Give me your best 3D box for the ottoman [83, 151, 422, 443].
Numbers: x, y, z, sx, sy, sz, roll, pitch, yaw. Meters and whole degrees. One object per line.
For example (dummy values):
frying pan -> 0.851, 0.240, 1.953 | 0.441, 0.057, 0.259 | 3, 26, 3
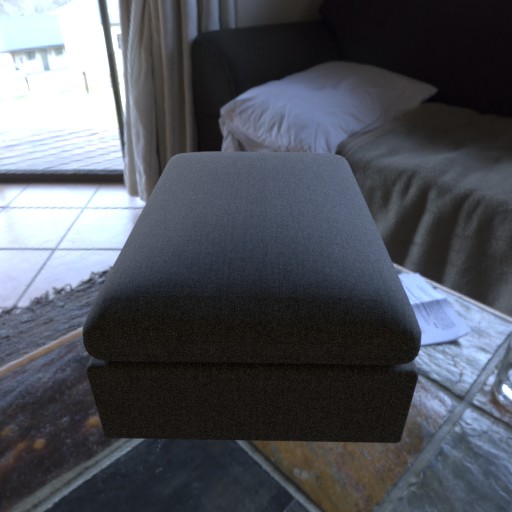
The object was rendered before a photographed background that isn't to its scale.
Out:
ottoman -> 0.000, 0.000, 1.385 | 0.711, 0.483, 1.041 | 1, 32, 1
